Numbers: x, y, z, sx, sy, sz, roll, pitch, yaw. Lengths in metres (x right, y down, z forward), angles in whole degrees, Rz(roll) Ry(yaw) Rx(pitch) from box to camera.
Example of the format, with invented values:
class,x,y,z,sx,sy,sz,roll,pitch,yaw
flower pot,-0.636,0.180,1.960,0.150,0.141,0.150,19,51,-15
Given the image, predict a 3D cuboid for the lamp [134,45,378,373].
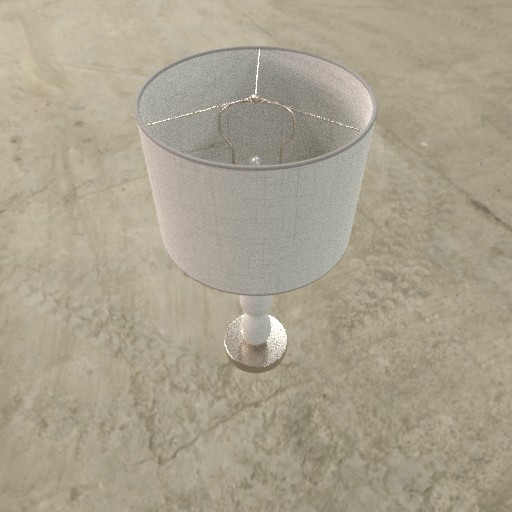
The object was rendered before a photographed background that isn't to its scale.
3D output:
class,x,y,z,sx,sy,sz,roll,pitch,yaw
lamp,0.000,0.000,0.725,0.282,0.559,0.280,2,48,2
